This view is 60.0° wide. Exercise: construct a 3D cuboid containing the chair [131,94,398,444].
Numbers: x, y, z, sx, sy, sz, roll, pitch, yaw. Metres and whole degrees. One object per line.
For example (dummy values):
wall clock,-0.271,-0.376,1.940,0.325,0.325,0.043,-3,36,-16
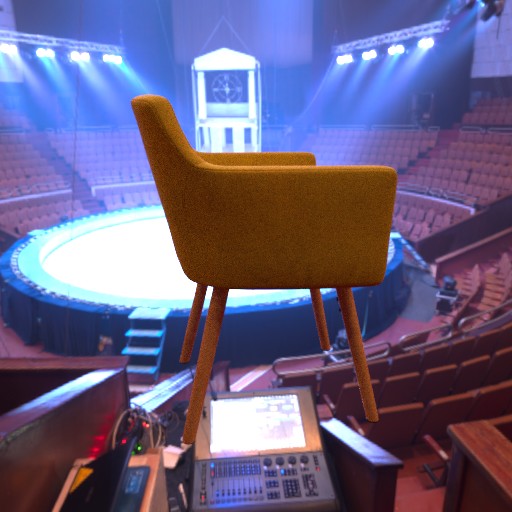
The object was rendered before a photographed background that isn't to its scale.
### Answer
chair,0.000,0.000,1.153,0.570,0.780,0.570,-3,16,-10
